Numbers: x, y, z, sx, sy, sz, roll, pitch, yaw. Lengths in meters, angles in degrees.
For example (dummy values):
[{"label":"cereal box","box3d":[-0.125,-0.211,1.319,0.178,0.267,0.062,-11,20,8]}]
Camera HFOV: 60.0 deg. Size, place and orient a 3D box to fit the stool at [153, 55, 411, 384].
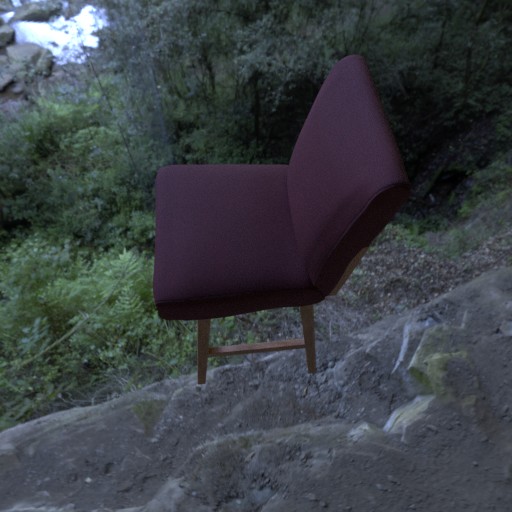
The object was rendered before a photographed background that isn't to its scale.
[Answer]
[{"label":"stool","box3d":[0.000,0.000,1.367,0.562,1.093,0.468,-5,59,-3]}]
